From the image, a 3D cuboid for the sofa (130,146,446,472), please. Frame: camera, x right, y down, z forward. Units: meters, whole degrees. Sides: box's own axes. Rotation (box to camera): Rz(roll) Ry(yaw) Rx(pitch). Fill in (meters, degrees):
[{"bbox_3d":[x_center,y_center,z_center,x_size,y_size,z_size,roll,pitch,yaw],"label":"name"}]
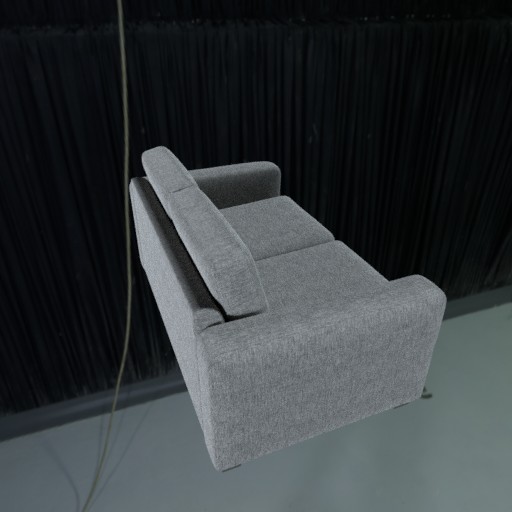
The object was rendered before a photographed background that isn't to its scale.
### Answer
[{"bbox_3d":[0.000,0.000,2.047,0.900,0.800,1.520,-12,33,-19],"label":"sofa"}]
